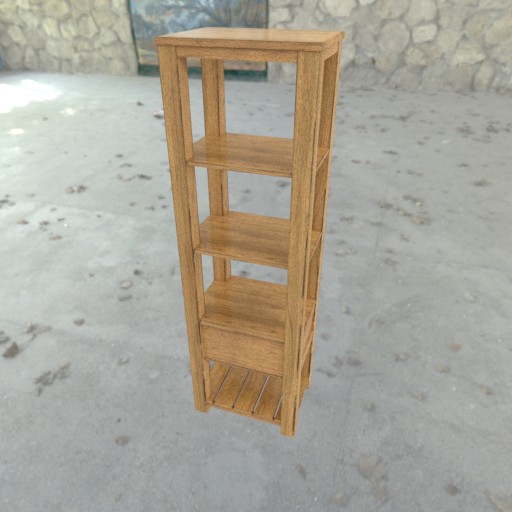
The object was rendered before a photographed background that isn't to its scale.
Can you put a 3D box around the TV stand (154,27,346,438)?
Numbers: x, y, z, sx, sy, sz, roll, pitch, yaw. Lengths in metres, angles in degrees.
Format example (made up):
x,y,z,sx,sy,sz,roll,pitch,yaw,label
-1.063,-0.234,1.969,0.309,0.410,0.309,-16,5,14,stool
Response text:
x,y,z,sx,sy,sz,roll,pitch,yaw,label
0.000,0.000,2.029,0.565,1.828,0.435,10,33,16,TV stand
